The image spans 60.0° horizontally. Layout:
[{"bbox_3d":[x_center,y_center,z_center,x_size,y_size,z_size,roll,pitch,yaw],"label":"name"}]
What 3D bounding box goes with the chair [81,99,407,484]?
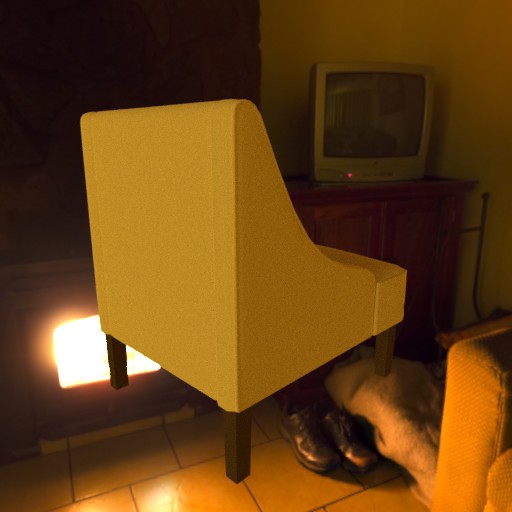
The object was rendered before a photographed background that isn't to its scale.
[{"bbox_3d":[0.000,0.000,1.439,0.689,0.886,0.806,14,20,43],"label":"chair"}]
